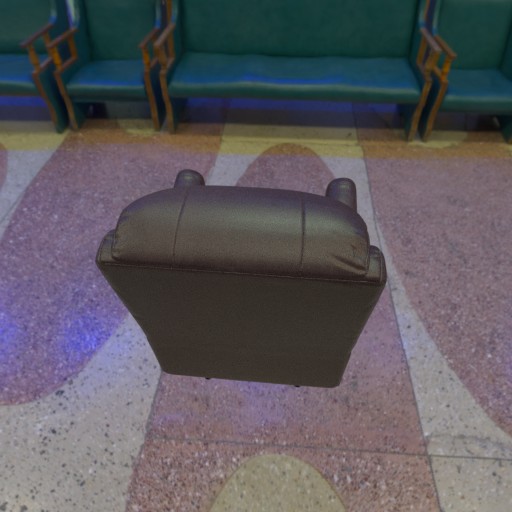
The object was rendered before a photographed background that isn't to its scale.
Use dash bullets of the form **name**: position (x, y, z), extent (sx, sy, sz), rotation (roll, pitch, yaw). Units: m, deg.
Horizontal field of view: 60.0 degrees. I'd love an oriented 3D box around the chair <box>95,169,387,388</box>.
- **chair**: position (0.000, 0.000, 1.766), extent (0.838, 1.054, 1.014), rotation (4, 45, 4)
